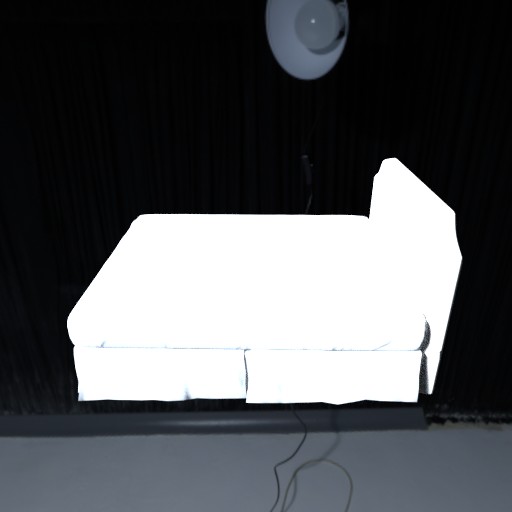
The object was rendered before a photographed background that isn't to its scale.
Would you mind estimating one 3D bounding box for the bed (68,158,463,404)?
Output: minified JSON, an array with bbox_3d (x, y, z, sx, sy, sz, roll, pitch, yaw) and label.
[{"bbox_3d":[0.000,0.000,3.623,2.498,1.293,1.977,0,26,1],"label":"bed"}]
